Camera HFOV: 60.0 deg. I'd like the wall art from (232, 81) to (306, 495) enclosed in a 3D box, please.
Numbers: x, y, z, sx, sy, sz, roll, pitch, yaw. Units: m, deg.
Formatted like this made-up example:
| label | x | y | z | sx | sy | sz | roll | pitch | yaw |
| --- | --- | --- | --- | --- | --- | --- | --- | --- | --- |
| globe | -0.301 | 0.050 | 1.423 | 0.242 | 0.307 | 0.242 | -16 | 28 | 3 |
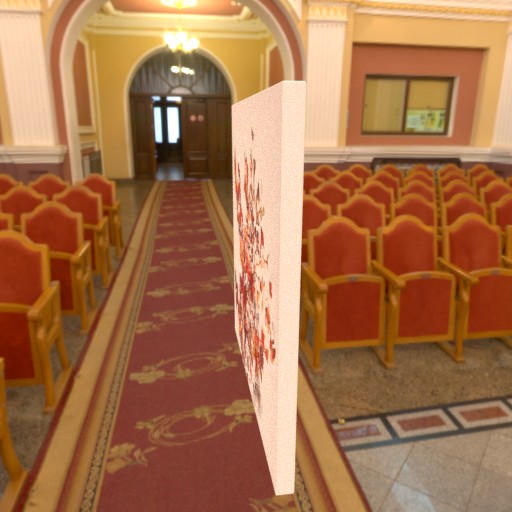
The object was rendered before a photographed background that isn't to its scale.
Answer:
| label | x | y | z | sx | sy | sz | roll | pitch | yaw |
| --- | --- | --- | --- | --- | --- | --- | --- | --- | --- |
| wall art | 0.000 | 0.000 | 1.121 | 0.037 | 0.757 | 0.757 | -2 | 16 | -8 |
